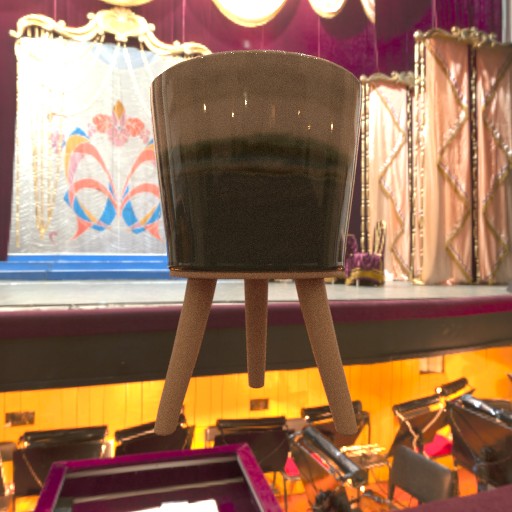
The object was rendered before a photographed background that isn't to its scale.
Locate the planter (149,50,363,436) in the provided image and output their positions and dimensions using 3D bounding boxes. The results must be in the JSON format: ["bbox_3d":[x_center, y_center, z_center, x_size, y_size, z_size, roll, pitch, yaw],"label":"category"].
[{"bbox_3d":[0.000,0.000,0.460,0.217,0.331,0.217,0,0,-17],"label":"planter"}]
